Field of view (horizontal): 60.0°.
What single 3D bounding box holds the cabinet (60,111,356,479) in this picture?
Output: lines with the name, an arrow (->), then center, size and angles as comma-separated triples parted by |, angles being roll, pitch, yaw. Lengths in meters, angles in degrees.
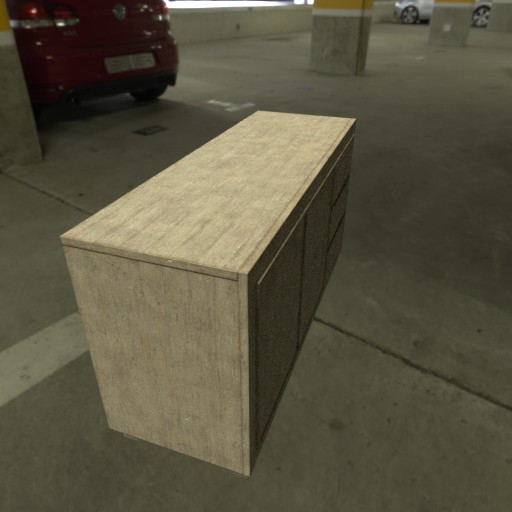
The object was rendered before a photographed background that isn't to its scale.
cabinet -> 0.000, 0.000, 1.831 | 0.511, 0.825, 1.460 | 11, 32, 17
